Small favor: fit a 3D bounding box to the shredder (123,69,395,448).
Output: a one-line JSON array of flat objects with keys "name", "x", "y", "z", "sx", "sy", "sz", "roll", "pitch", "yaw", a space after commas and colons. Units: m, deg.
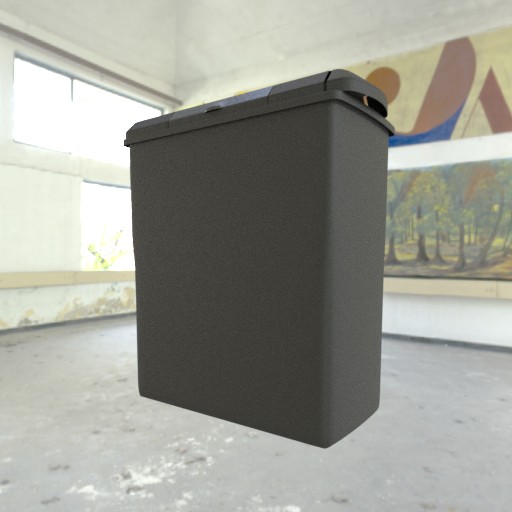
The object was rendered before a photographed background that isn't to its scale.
[{"name": "shredder", "x": 0.000, "y": 0.000, "z": 0.517, "sx": 0.320, "sy": 0.335, "sz": 0.170, "roll": 0, "pitch": 0, "yaw": 36}]
